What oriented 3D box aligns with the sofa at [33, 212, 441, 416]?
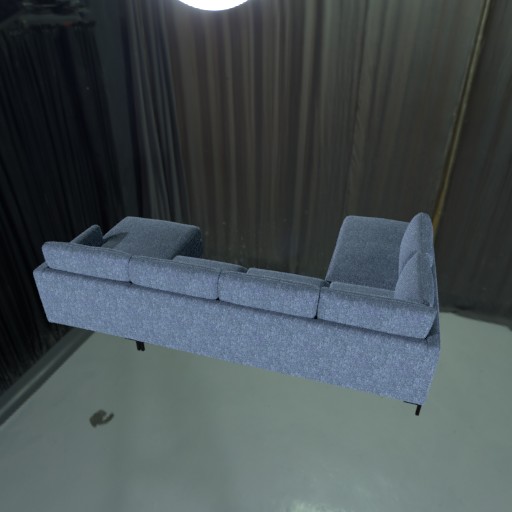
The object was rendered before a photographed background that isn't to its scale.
[{"bbox_3d":[0.000,0.000,3.594,2.737,0.756,1.879,9,33,14],"label":"sofa"}]
